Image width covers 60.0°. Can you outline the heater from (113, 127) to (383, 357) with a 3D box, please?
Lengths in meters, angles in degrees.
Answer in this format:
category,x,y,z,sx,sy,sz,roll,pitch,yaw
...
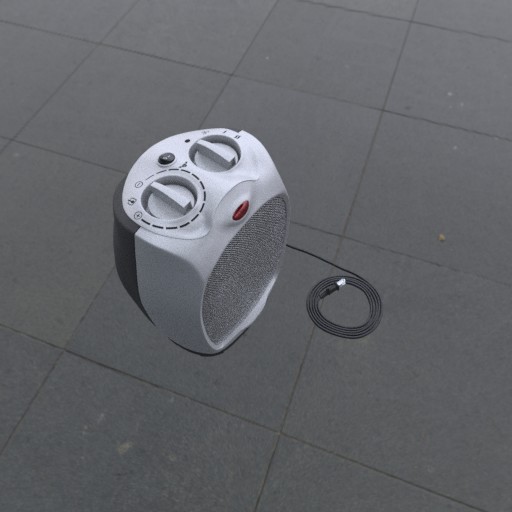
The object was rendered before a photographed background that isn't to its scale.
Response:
category,x,y,z,sx,sy,sz,roll,pitch,yaw
heater,0.000,0.000,0.483,0.291,0.255,0.239,31,63,18
